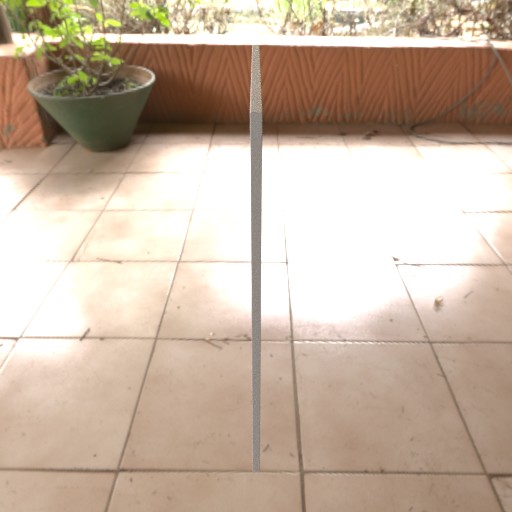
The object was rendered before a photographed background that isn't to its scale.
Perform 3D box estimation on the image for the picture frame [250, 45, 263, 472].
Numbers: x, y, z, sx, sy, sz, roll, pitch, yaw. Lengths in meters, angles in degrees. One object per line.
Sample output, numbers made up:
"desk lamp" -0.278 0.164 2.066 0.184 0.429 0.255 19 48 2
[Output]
"picture frame" 0.000 0.000 0.831 0.013 0.657 0.457 0 33 0
